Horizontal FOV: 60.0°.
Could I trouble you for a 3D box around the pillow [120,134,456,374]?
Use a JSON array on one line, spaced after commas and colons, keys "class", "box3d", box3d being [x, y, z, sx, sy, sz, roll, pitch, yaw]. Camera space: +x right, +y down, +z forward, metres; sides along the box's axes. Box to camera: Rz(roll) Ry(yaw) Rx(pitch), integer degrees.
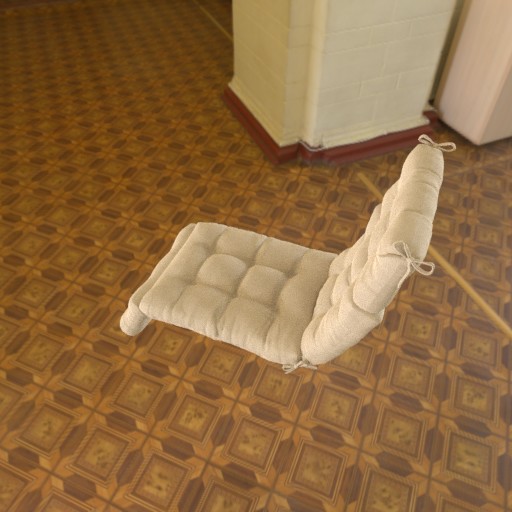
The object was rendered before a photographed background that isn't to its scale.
[{"class": "pillow", "box3d": [0.000, 0.000, 1.513, 1.016, 0.863, 0.526, 16, 49, 15]}]
